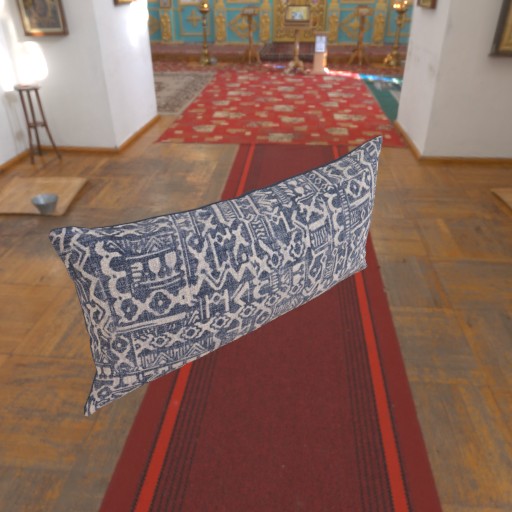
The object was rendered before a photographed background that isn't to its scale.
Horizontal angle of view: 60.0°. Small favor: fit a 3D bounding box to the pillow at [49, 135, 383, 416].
[{"bbox_3d":[0.000,0.000,0.729,0.631,0.292,0.148,-23,37,-34],"label":"pillow"}]
